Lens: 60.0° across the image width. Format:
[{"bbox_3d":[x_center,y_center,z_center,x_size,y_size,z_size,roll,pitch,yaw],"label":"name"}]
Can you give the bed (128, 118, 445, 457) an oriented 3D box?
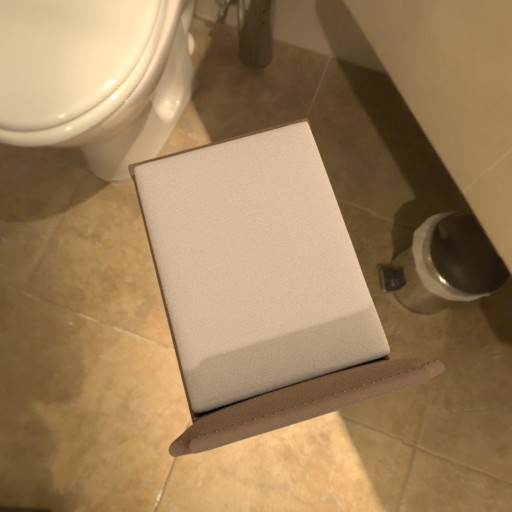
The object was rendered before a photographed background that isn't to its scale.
[{"bbox_3d":[0.000,0.000,3.455,1.713,1.443,2.372,-16,76,-4],"label":"bed"}]
